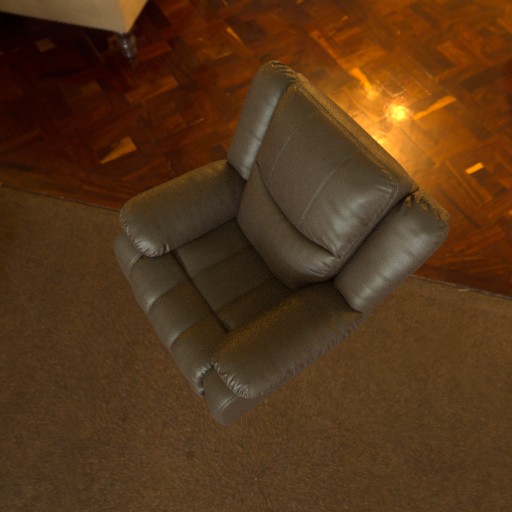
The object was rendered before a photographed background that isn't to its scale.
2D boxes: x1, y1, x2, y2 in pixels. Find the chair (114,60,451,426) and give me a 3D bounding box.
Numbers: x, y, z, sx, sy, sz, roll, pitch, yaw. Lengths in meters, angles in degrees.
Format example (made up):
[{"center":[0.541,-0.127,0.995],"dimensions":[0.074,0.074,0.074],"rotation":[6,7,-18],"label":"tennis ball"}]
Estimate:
[{"center":[0.000,0.000,1.706],"dimensions":[0.934,1.009,0.899],"rotation":[-32,68,-15],"label":"chair"}]
